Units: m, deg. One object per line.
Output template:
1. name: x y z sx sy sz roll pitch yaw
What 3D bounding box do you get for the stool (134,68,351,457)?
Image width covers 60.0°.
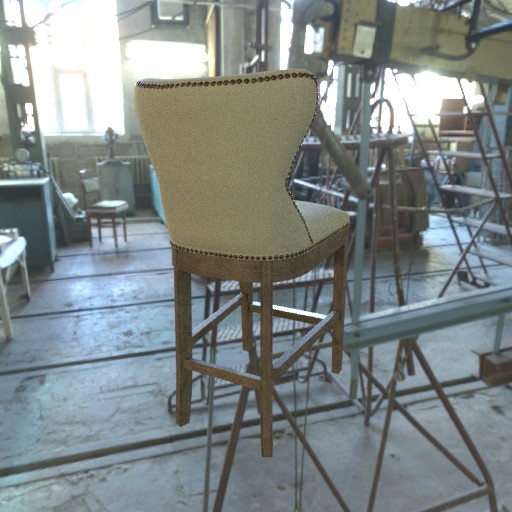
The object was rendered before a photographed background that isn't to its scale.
1. stool: 0.000 0.000 1.339 0.498 0.981 0.608 8 18 26
